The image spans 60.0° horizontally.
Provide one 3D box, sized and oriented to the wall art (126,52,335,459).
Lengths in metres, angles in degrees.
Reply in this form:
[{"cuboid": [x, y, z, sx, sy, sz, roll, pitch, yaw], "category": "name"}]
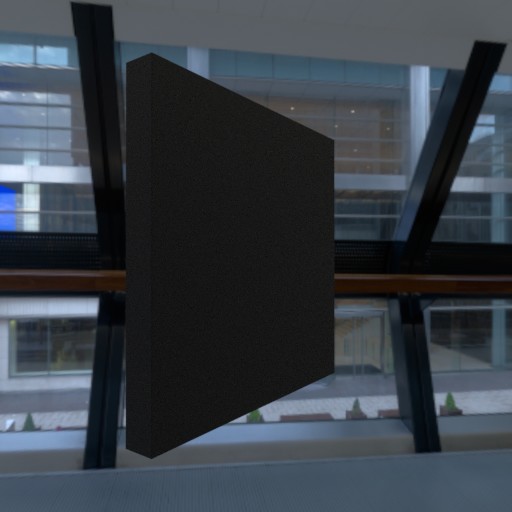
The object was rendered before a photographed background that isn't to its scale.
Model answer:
[{"cuboid": [0.000, 0.000, 0.466, 0.030, 0.305, 0.308, 0, 0, 36], "category": "wall art"}]
